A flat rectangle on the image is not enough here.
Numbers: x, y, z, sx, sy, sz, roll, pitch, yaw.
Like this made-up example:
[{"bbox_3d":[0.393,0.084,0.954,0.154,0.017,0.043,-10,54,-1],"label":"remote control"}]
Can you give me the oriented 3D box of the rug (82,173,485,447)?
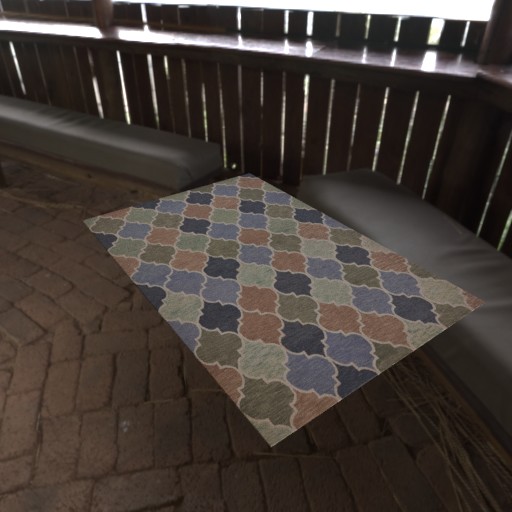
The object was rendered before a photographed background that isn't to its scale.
[{"bbox_3d":[0.000,0.000,2.889,1.521,0.006,2.284,-22,39,-30],"label":"rug"}]
